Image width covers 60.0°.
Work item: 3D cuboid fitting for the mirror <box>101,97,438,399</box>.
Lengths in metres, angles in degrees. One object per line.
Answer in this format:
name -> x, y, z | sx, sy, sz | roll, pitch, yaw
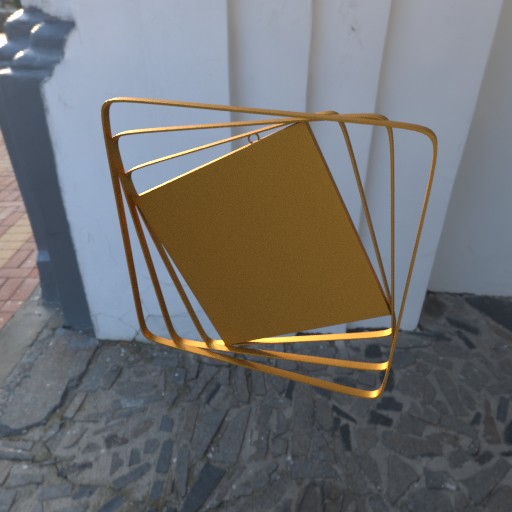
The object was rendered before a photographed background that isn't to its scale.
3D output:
mirror -> 0.000, 0.000, 0.705 | 0.470, 0.468, 0.045 | 11, 34, 16
